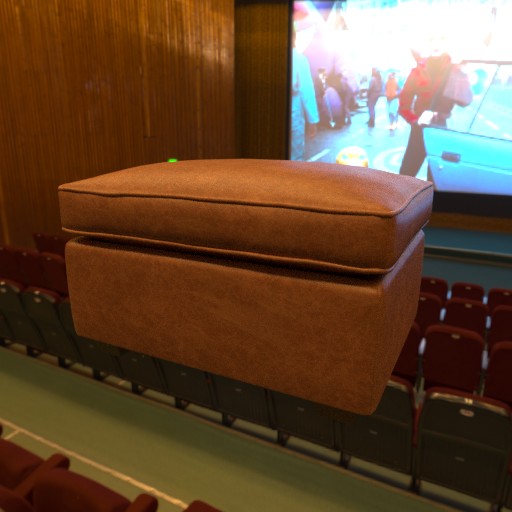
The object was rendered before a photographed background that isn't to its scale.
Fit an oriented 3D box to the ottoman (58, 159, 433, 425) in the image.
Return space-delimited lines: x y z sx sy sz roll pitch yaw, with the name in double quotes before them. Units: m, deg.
"ottoman" 0.000 0.000 1.105 0.756 0.468 0.554 8 17 26
